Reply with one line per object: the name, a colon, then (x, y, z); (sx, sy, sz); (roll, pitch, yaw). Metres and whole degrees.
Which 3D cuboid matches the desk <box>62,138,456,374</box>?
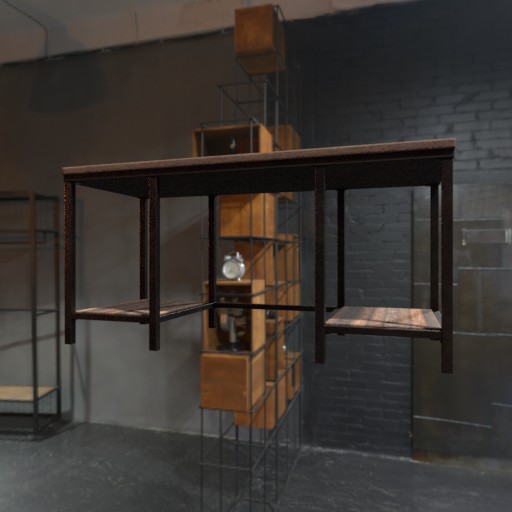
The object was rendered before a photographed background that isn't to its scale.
desk: (0.000, 0.000, 1.943); (1.538, 0.753, 0.617); (0, 0, 18)
